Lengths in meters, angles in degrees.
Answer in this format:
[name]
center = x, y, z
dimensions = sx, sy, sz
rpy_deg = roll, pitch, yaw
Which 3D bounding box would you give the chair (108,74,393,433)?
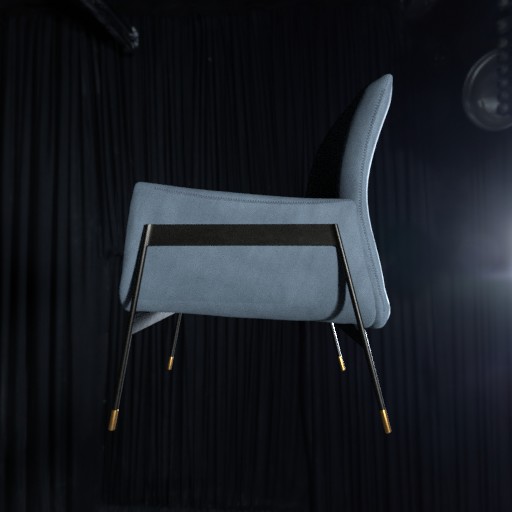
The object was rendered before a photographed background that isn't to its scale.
[chair]
center = 0.000, 0.000, 1.387
dimensions = 0.709, 0.858, 0.678
rpy_deg = 0, -1, 1
